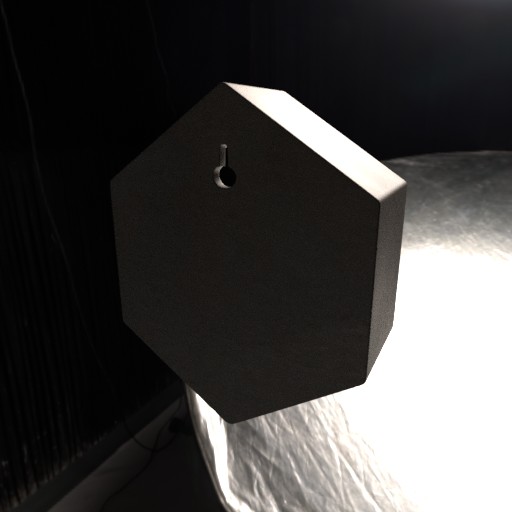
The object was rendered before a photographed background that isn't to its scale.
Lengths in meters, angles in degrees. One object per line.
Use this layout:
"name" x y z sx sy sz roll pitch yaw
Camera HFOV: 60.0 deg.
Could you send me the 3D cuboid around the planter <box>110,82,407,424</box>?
"planter" 0.000 0.000 0.289 0.169 0.206 0.077 8 19 26
